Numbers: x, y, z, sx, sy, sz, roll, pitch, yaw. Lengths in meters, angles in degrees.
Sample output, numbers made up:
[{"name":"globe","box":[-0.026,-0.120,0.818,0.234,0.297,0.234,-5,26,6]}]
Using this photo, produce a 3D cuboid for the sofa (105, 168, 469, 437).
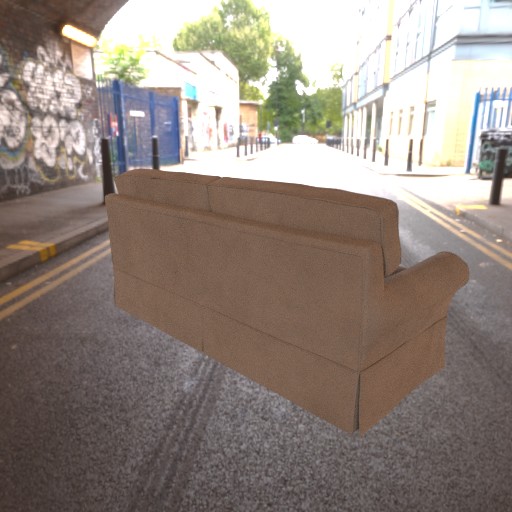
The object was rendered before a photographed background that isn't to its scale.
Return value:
[{"name":"sofa","box":[0.000,0.000,2.744,0.900,1.014,2.246,-15,21,-43]}]
